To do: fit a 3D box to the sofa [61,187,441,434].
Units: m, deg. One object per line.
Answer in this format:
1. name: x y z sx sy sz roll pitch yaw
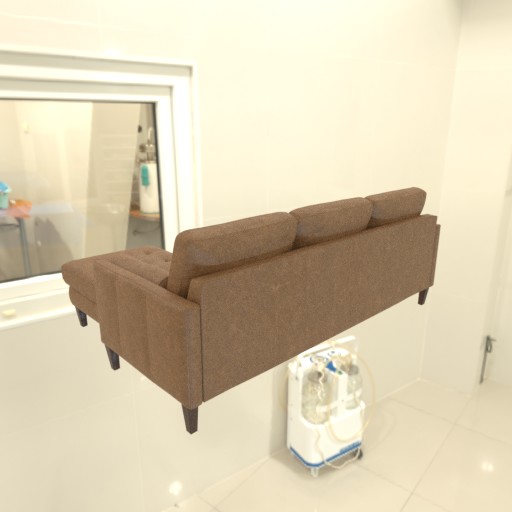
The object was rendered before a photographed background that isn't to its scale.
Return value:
1. sofa: 0.000 0.000 2.962 2.178 0.876 1.506 -15 22 -41
